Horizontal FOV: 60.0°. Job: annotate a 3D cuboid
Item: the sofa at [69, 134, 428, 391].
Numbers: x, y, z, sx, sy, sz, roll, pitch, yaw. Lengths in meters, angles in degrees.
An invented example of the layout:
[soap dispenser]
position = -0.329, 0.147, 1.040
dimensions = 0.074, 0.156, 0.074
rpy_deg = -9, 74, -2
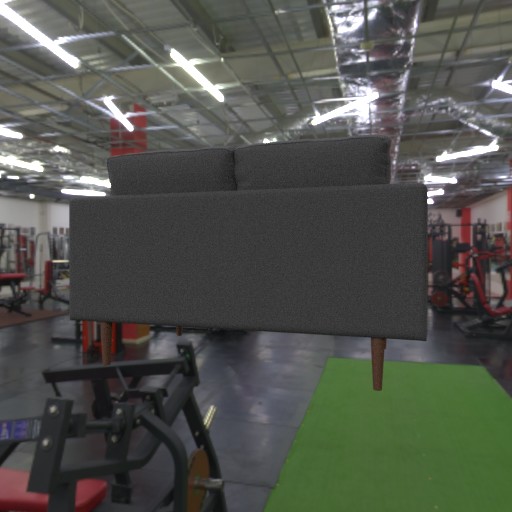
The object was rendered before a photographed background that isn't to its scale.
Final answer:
[sofa]
position = 0.000, 0.000, 2.032
dimensions = 1.430, 0.908, 0.796
rpy_deg = 0, 1, 18
